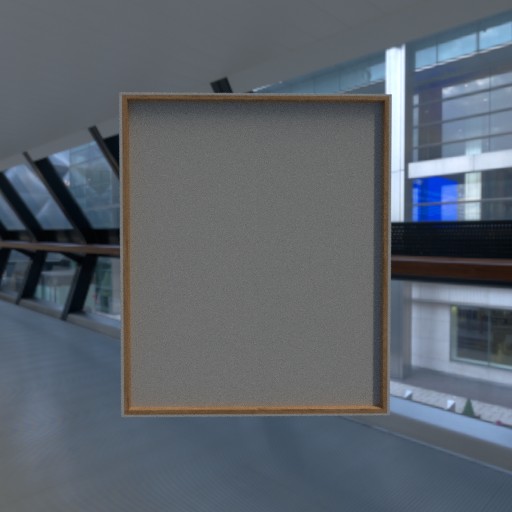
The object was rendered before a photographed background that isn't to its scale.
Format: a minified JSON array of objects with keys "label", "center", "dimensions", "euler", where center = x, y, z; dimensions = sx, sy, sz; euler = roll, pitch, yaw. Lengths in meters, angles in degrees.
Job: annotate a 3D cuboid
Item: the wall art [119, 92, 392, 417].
[{"label":"wall art","center":[0.000,0.000,0.848],"dimensions":[0.508,0.606,0.037],"euler":[0,1,-1]}]
